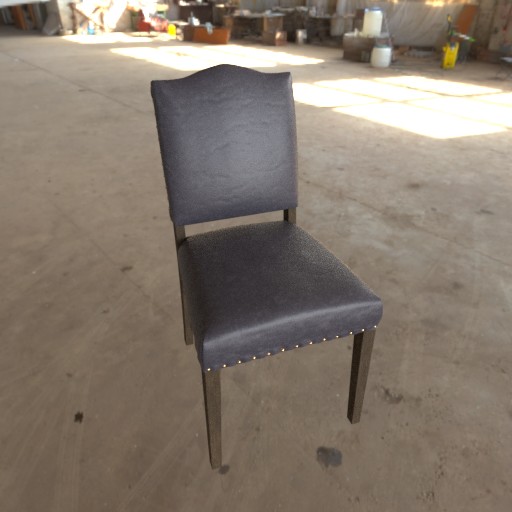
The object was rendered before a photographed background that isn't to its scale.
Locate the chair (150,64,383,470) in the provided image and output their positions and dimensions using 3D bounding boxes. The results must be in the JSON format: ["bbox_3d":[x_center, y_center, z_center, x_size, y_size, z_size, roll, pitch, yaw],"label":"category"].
[{"bbox_3d":[0.000,0.000,1.326,0.500,0.991,0.633,-11,33,-17],"label":"chair"}]
